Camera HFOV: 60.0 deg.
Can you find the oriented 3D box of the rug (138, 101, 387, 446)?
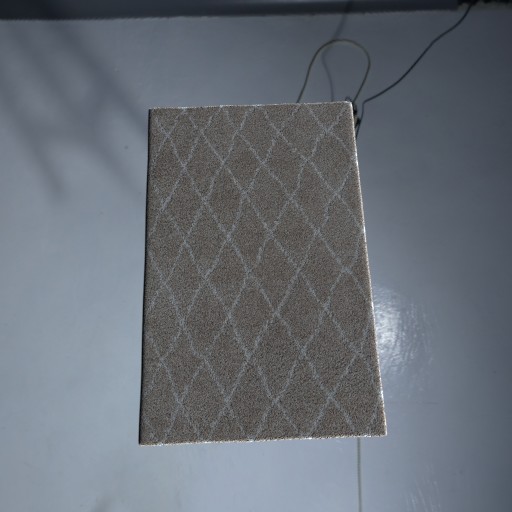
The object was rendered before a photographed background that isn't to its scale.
[{"bbox_3d":[0.000,0.000,3.524,1.778,0.030,2.743,-2,75,-1],"label":"rug"}]
